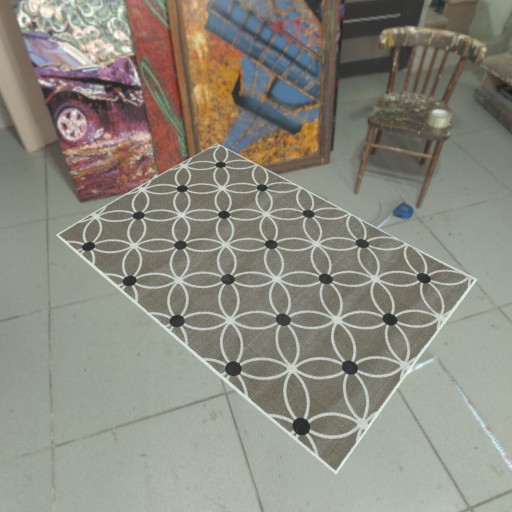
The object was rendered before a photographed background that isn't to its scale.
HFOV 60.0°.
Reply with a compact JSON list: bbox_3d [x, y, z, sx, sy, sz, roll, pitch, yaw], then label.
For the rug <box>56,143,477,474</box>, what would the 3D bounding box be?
[{"bbox_3d":[0.000,0.000,2.851,2.284,0.008,1.522,33,55,27],"label":"rug"}]
